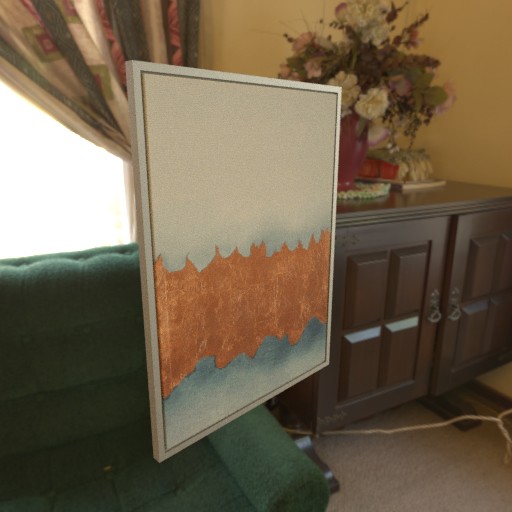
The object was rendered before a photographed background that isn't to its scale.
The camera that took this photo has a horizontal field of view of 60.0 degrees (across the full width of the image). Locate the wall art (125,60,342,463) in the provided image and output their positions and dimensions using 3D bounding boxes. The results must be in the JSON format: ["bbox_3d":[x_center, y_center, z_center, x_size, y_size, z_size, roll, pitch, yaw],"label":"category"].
[{"bbox_3d":[0.000,0.000,1.382,0.789,1.042,0.034,-15,21,-43],"label":"wall art"}]
